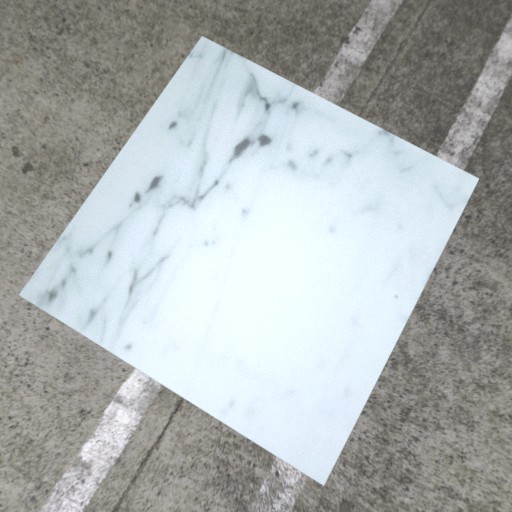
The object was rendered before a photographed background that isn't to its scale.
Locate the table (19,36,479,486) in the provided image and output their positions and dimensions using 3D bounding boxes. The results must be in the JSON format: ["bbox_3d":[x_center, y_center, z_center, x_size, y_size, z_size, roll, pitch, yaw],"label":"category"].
[{"bbox_3d":[0.000,0.000,1.272,0.800,0.450,0.800,30,79,6],"label":"table"}]
